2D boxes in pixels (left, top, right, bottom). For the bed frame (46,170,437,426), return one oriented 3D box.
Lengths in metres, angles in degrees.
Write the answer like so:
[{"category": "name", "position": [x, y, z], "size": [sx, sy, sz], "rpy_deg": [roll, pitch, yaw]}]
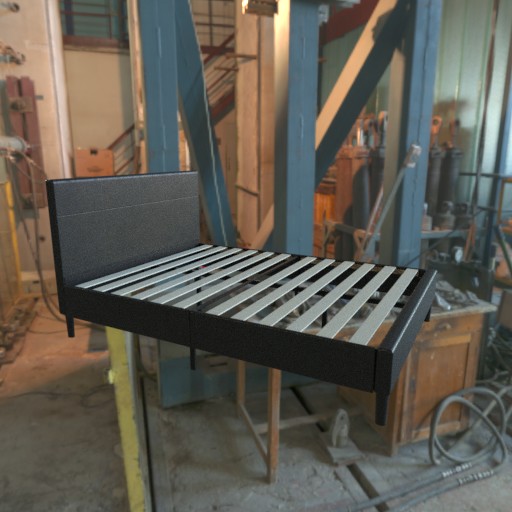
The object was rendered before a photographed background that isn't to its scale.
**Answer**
[{"category": "bed frame", "position": [0.000, 0.000, 3.240], "size": [2.318, 1.127, 1.634], "rpy_deg": [7, 15, 28]}]
